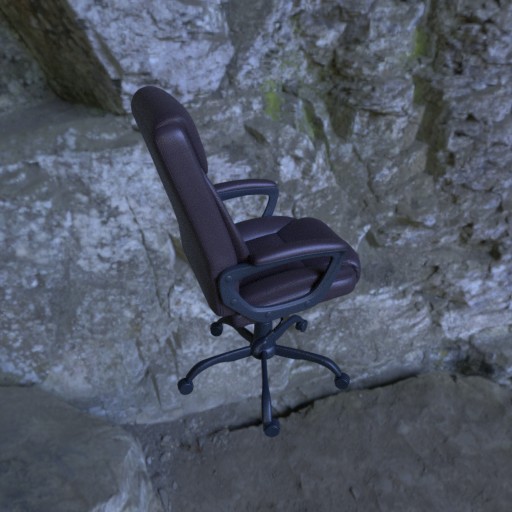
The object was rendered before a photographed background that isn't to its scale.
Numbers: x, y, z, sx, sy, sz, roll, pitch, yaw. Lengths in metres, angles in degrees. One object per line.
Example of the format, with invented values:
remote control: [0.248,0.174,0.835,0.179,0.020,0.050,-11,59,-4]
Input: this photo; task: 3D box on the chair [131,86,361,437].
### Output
chair: [0.000,0.000,1.496,0.655,1.072,0.615,-10,31,-17]
